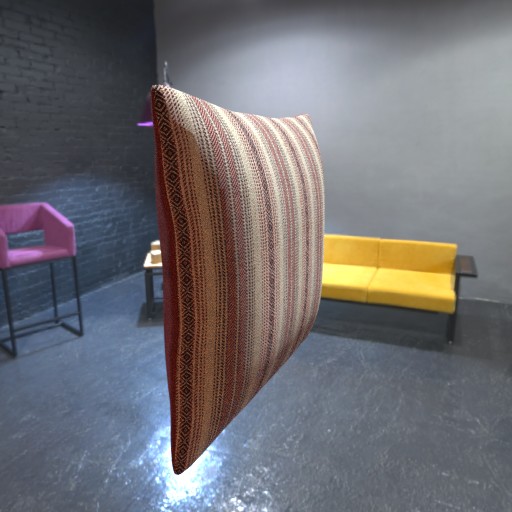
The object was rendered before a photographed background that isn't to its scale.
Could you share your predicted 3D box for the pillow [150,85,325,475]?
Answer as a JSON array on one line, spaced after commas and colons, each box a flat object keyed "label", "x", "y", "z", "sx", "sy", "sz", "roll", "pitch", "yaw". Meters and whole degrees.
[{"label": "pillow", "x": 0.000, "y": 0.000, "z": 0.760, "sx": 0.166, "sy": 0.497, "sz": 0.513, "roll": 7, "pitch": 15, "yaw": 25}]
